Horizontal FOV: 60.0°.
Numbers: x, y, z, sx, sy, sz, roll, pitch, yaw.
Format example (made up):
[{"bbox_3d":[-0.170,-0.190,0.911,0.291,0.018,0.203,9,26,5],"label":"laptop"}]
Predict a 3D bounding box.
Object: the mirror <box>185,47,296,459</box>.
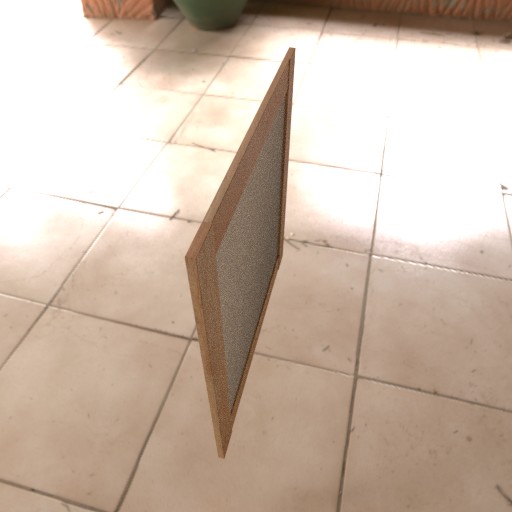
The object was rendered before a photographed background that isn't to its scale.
[{"bbox_3d":[0.000,0.000,1.202,0.020,0.800,0.800,10,47,10],"label":"mirror"}]
